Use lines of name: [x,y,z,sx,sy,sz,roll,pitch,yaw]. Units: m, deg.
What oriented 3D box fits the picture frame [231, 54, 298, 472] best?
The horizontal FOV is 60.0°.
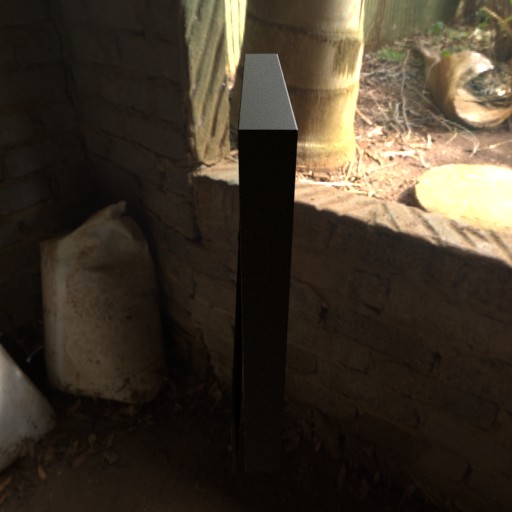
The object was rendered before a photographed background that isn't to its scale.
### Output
picture frame: [0.000,0.000,0.276,0.028,0.208,0.157,0,33,0]
